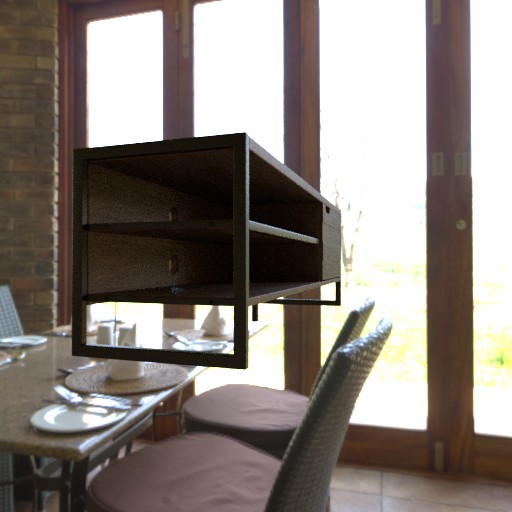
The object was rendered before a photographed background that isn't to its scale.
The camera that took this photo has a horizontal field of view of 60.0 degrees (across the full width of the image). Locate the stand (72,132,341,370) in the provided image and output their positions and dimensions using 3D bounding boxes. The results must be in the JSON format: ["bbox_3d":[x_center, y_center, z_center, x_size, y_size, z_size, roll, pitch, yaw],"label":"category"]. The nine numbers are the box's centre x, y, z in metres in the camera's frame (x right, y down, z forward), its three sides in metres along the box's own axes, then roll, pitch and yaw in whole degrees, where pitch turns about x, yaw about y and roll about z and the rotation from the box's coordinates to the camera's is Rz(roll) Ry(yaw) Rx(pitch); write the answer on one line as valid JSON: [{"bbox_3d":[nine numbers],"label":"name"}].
[{"bbox_3d":[0.000,0.000,1.711,0.454,0.506,1.480,0,-1,19],"label":"stand"}]
